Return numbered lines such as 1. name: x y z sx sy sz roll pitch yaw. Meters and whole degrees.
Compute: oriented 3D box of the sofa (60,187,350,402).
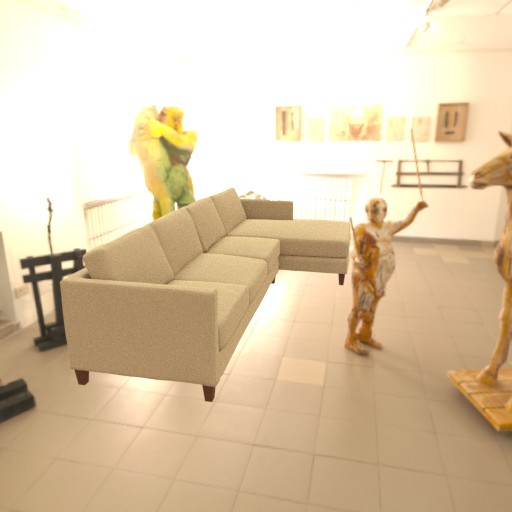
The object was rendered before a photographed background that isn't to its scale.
1. sofa: 0.000 0.000 3.917 1.625 0.861 3.186 3 17 12
